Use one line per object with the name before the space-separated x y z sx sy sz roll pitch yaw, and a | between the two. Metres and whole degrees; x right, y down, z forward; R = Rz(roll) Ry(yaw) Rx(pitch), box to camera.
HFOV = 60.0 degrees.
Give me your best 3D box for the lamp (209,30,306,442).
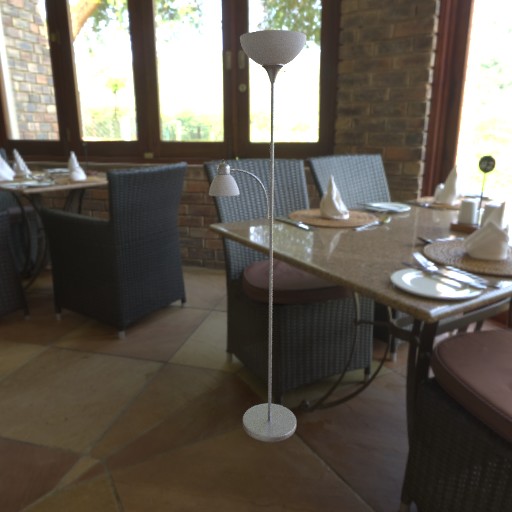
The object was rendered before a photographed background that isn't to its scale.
lamp | 0.000 0.000 1.989 0.425 1.804 0.279 -8 17 -26
